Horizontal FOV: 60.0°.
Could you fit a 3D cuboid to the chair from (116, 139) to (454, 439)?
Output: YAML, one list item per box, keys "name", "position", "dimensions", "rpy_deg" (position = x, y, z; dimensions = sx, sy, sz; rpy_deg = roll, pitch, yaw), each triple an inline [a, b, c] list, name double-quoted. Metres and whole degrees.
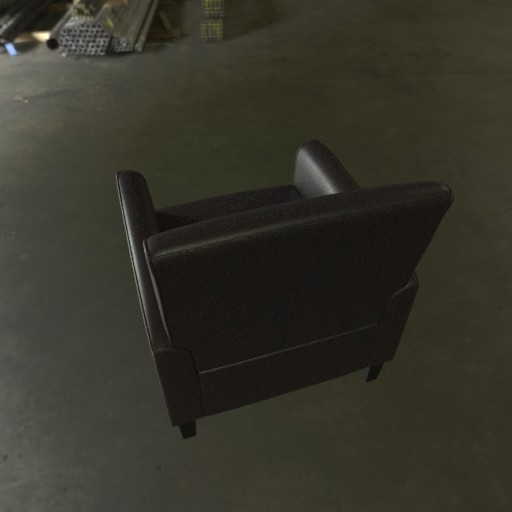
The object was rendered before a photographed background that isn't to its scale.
- name: "chair"
  position: [0.000, 0.000, 1.545]
  dimensions: [0.820, 0.916, 0.819]
  rpy_deg: [-13, 43, -14]
